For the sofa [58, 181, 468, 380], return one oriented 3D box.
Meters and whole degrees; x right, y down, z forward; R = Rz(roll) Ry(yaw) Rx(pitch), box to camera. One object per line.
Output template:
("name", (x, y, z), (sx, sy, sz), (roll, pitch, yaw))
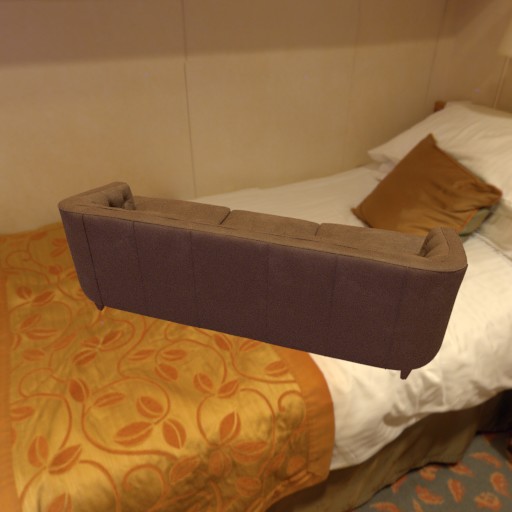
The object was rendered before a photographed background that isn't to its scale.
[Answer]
("sofa", (0.000, 0.000, 2.706), (2.227, 0.787, 0.927), (10, 34, 15))
